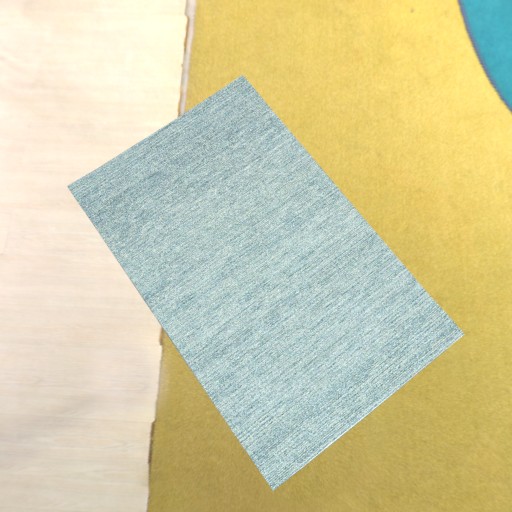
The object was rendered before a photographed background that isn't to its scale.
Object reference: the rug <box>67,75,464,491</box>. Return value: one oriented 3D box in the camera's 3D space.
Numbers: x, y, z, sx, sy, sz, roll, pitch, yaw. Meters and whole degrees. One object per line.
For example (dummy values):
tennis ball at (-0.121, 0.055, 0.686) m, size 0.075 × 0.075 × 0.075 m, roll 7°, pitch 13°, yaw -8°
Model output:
rug at (0.000, 0.000, 2.268) m, size 1.174 × 0.022 × 1.853 m, roll -35°, pitch 77°, yaw -9°
